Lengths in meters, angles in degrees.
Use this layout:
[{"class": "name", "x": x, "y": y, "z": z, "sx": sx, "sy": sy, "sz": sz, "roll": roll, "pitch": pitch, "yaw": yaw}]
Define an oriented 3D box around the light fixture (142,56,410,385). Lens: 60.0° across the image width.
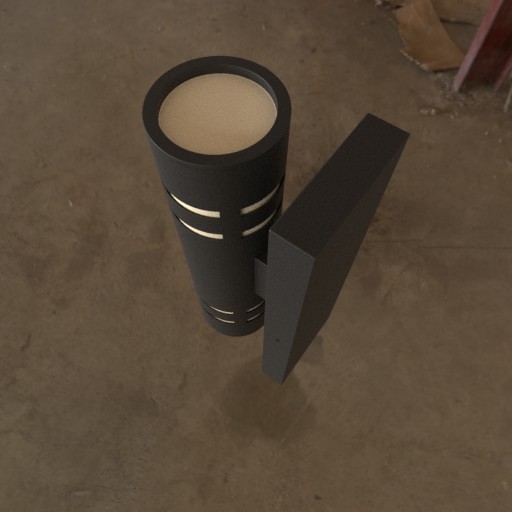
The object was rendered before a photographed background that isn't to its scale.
[{"class": "light fixture", "x": 0.000, "y": 0.000, "z": 0.408, "sx": 0.149, "sy": 0.330, "sz": 0.105, "roll": 33, "pitch": 68, "yaw": 16}]
